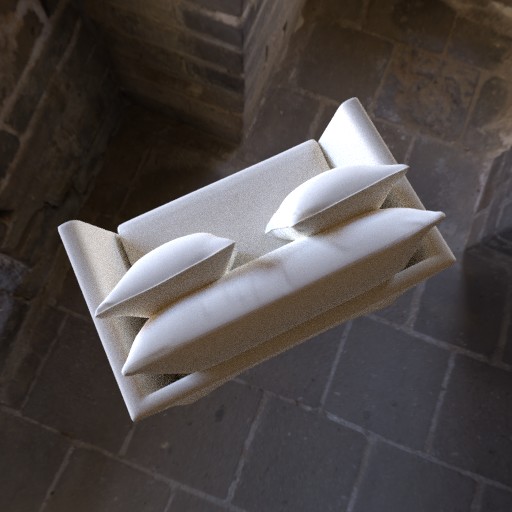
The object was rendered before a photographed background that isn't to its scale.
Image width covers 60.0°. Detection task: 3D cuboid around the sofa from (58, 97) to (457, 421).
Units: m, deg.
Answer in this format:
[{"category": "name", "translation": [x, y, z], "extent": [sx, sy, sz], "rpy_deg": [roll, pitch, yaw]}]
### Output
[{"category": "sofa", "translation": [0.000, 0.000, 2.255], "extent": [1.608, 1.039, 1.026], "rpy_deg": [-25, 77, -6]}]
